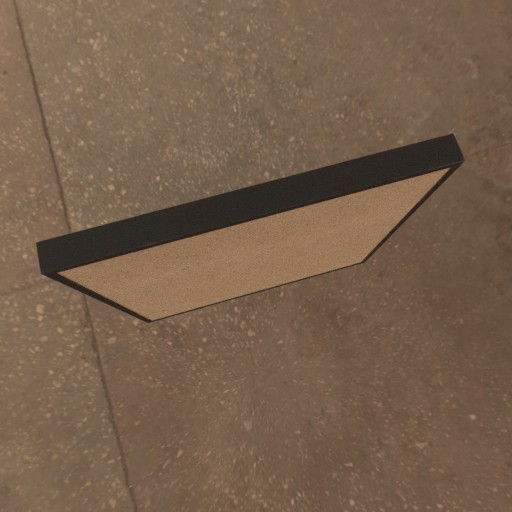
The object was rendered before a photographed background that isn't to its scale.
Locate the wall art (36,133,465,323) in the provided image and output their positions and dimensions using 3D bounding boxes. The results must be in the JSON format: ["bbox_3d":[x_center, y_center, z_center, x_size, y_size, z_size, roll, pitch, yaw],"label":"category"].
[{"bbox_3d":[0.000,0.000,0.761,0.508,0.508,0.038,-15,76,-4],"label":"wall art"}]
